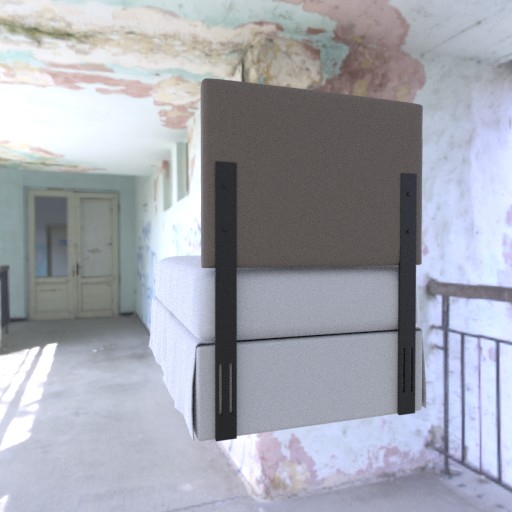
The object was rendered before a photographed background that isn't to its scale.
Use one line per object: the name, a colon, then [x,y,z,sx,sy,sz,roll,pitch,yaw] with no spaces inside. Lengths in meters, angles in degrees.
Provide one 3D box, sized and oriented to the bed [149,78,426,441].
bed: [0.000,0.000,3.002,1.261,1.571,1.997,0,1,-19]
